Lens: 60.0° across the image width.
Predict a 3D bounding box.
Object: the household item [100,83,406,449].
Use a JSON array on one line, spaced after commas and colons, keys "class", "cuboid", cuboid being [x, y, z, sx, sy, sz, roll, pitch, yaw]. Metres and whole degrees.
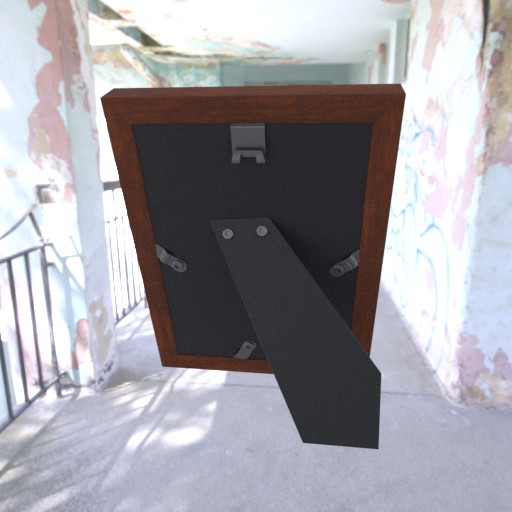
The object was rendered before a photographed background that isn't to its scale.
[{"class": "household item", "cuboid": [0.000, 0.000, 0.290, 0.160, 0.204, 0.096, 2, 15, 7]}]
